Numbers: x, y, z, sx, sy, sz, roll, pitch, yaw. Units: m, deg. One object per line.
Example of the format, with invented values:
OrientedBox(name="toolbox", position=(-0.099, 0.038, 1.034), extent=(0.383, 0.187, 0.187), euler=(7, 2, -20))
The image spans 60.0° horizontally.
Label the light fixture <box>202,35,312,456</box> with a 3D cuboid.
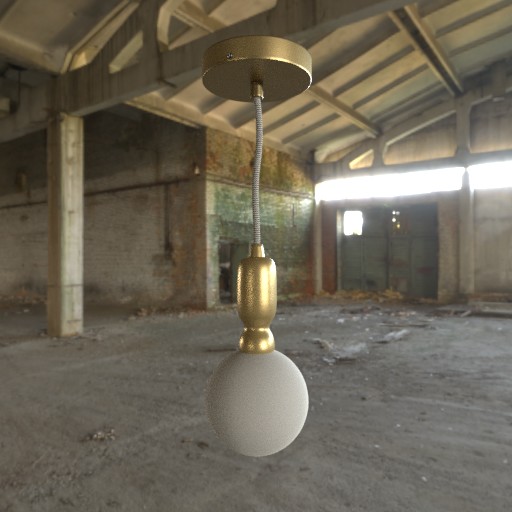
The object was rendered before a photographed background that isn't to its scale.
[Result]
OrientedBox(name="light fixture", position=(0.000, 0.000, 0.581), extent=(0.146, 0.510, 0.147), euler=(-1, -1, 35))
